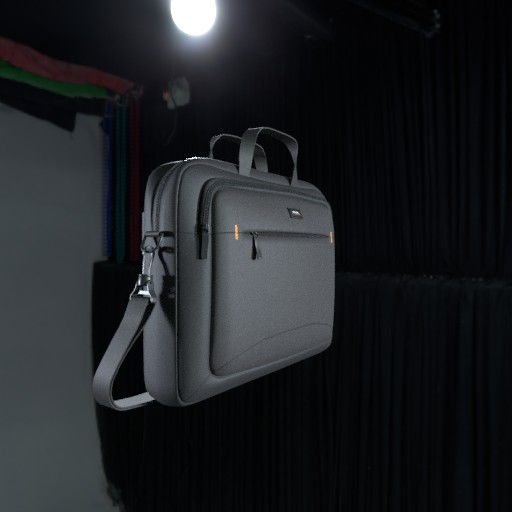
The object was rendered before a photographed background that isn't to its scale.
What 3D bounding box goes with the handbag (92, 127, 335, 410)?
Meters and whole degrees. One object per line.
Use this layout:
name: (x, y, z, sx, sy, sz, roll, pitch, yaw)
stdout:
handbag: (0.000, 0.000, 0.598, 0.126, 0.330, 0.429, 1, 1, 36)
